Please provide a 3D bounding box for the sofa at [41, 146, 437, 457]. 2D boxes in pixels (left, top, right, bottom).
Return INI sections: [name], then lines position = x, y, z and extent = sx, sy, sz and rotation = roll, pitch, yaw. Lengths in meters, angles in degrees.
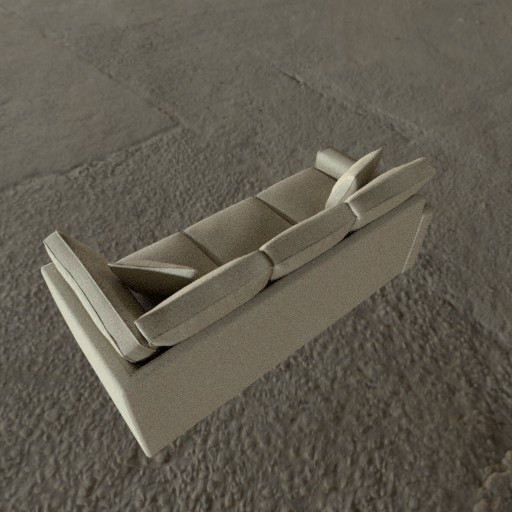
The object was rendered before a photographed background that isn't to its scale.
[sofa]
position = 0.000, 0.000, 2.880
extent = 2.317, 0.962, 1.061
rotation = -30, 52, -27
